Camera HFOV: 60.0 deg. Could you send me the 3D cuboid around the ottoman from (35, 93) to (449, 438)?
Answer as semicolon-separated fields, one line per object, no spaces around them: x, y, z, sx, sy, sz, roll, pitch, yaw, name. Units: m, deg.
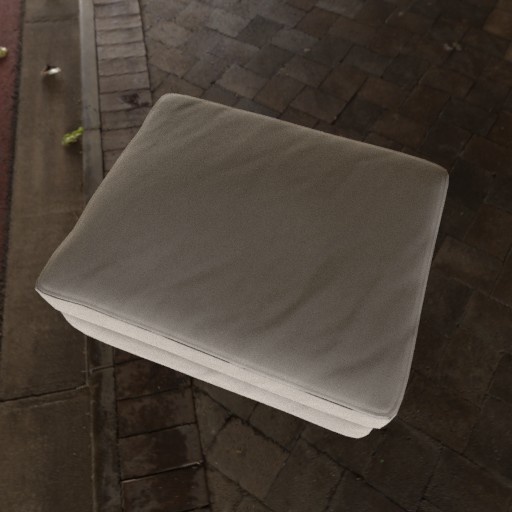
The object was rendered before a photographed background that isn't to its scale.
0.000;0.000;1.448;1.002;0.492;0.836;18;63;10;ottoman
